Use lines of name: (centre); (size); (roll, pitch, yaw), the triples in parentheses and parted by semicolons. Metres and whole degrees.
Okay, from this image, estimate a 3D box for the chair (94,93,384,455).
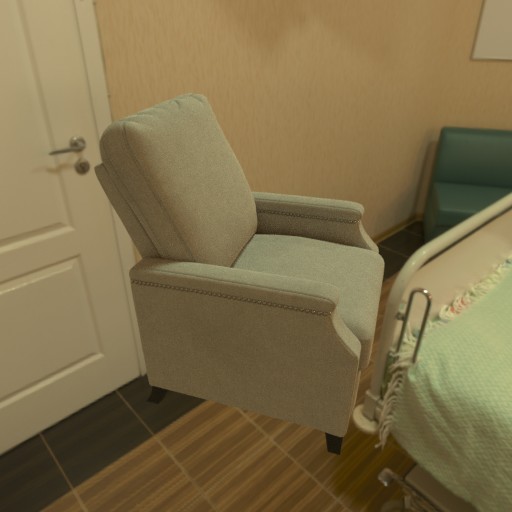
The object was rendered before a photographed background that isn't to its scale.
chair: (0.000, 0.000, 1.645); (0.922, 1.049, 0.710); (9, 32, 16)
